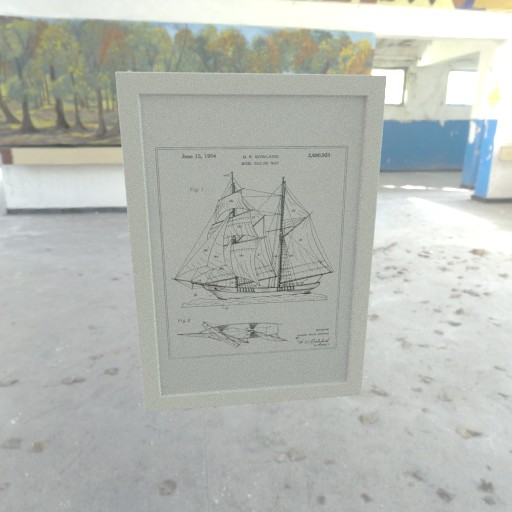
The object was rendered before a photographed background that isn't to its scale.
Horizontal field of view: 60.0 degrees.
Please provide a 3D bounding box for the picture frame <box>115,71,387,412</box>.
[{"bbox_3d":[0.000,0.000,0.699,0.381,0.534,0.012,-2,17,-7],"label":"picture frame"}]
